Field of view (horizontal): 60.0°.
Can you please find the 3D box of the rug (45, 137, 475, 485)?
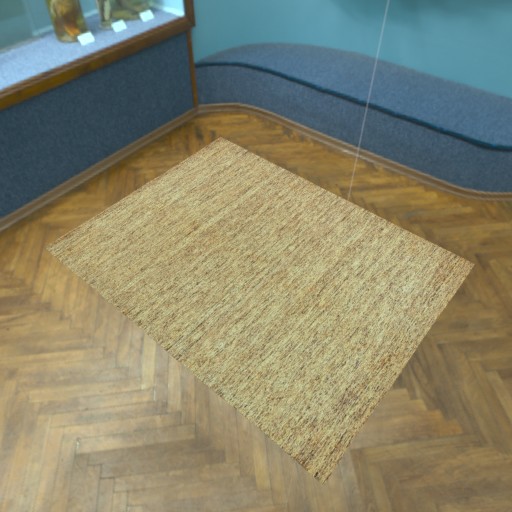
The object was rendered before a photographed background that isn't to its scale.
[{"bbox_3d":[0.000,0.000,4.137,3.200,0.012,2.438,32,56,26],"label":"rug"}]
